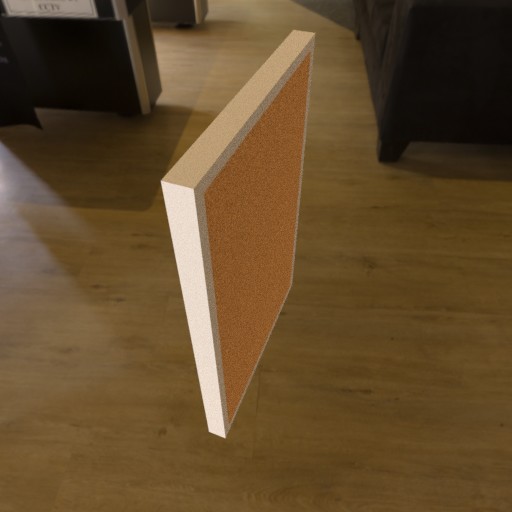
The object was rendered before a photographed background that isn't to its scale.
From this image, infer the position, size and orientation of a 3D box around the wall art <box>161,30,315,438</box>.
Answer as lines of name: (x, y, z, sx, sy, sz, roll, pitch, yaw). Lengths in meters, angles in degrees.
wall art: (0.000, 0.000, 0.841, 0.038, 0.657, 0.450, 16, 49, 14)
